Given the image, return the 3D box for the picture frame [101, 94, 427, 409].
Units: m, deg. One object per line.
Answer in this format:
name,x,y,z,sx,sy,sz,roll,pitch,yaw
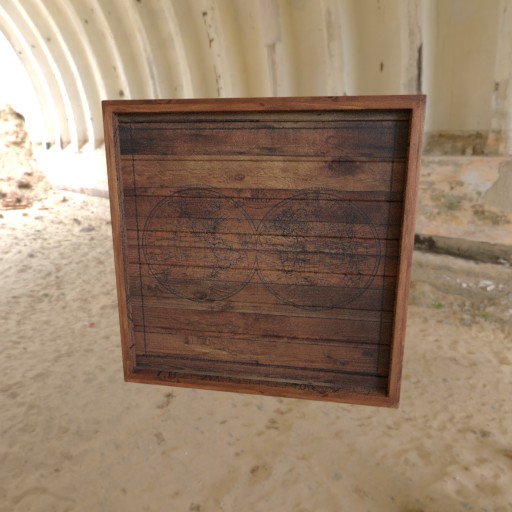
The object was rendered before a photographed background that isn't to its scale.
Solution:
picture frame,0.000,0.000,0.529,0.352,0.356,0.028,3,15,10
